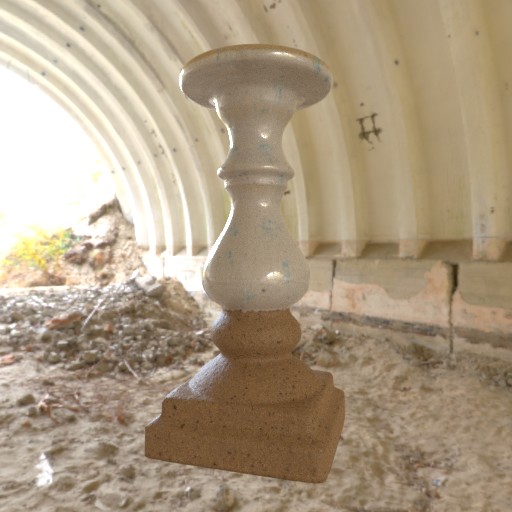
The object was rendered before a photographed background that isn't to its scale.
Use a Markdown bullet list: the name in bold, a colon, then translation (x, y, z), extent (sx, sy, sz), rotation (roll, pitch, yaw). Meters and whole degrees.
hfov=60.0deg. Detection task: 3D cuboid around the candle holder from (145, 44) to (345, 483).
- **candle holder**: translation (0.000, 0.000, 0.298), extent (0.110, 0.239, 0.110), rotation (0, 0, 17)
